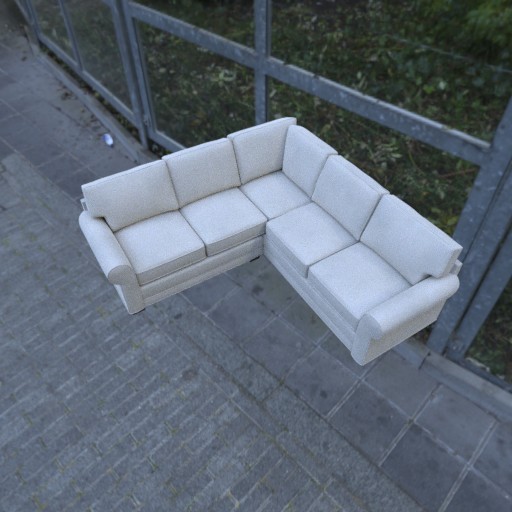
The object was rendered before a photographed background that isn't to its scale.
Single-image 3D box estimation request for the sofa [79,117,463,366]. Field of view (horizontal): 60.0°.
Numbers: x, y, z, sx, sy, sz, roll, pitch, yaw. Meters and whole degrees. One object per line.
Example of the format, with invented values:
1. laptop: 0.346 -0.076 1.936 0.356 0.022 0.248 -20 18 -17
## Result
1. sofa: 0.000 0.000 4.025 2.487 1.054 2.569 -24 50 -22
